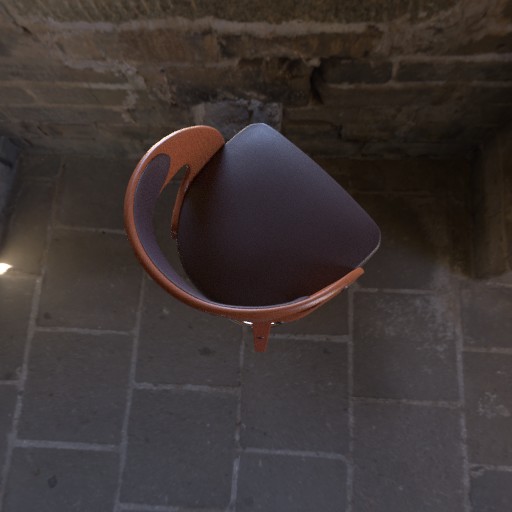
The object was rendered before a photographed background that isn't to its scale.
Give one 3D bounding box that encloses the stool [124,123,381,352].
[{"bbox_3d":[0.000,0.000,1.188,0.457,0.940,0.457,-43,79,-10],"label":"stool"}]
